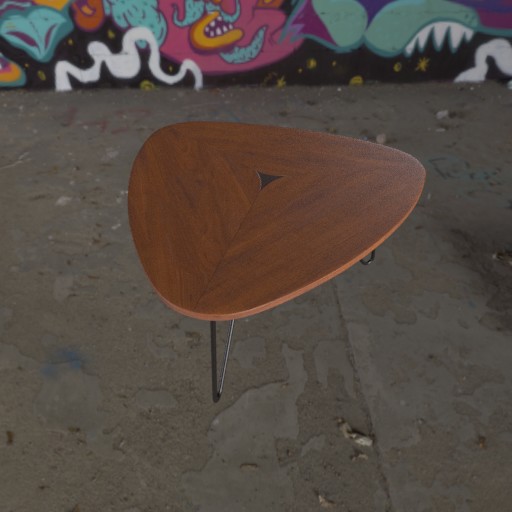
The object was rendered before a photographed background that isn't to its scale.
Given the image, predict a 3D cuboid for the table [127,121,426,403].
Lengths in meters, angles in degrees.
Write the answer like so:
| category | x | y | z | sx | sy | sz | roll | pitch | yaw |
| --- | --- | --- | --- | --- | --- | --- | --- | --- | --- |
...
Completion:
| category | x | y | z | sx | sy | sz | roll | pitch | yaw |
| --- | --- | --- | --- | --- | --- | --- | --- | --- | --- |
| table | 0.000 | 0.000 | 1.275 | 0.833 | 0.413 | 0.821 | 11 | 43 | 12 |
